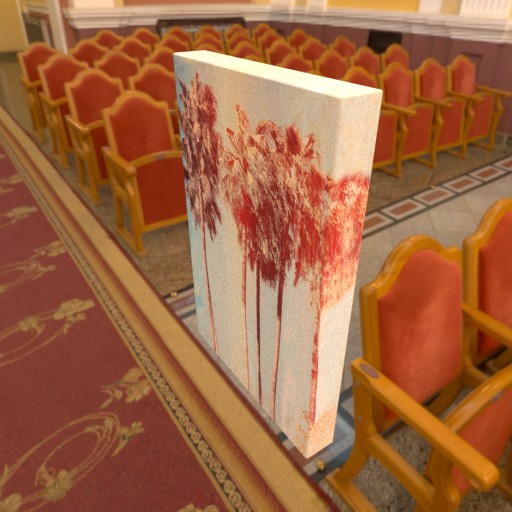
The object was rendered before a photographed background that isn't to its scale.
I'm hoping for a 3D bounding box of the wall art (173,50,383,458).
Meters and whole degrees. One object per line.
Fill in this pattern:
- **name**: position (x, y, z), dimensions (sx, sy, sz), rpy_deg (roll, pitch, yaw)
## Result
- **wall art**: position (0.000, 0.000, 0.479), dimensions (0.039, 0.380, 0.251), rpy_deg (-20, 37, -29)
